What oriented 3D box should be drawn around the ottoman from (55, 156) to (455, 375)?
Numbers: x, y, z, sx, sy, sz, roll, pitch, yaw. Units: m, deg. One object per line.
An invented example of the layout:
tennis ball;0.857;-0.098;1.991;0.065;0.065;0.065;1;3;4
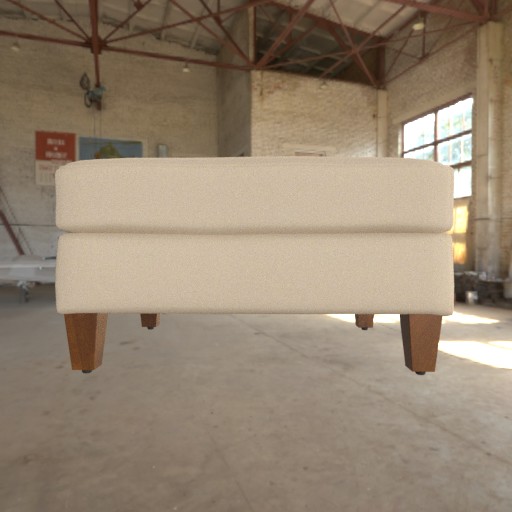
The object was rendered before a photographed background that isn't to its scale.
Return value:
ottoman;0.000;0.000;1.185;0.818;0.485;0.634;0;1;1
